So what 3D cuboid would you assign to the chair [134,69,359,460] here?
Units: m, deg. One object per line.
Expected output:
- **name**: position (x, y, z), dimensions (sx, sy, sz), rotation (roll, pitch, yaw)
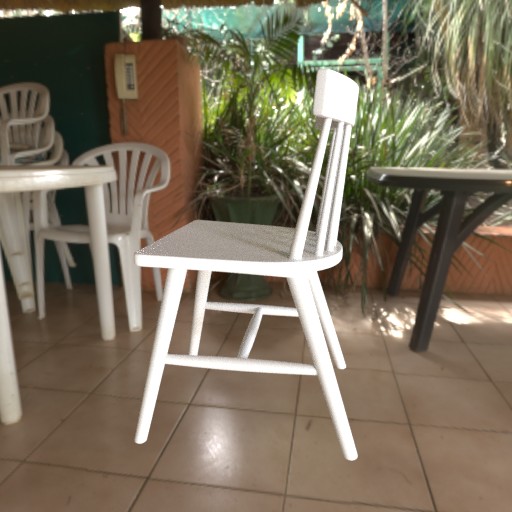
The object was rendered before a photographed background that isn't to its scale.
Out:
- **chair**: position (0.000, 0.000, 1.105), dimensions (0.500, 0.787, 0.483), rotation (2, 13, 8)
